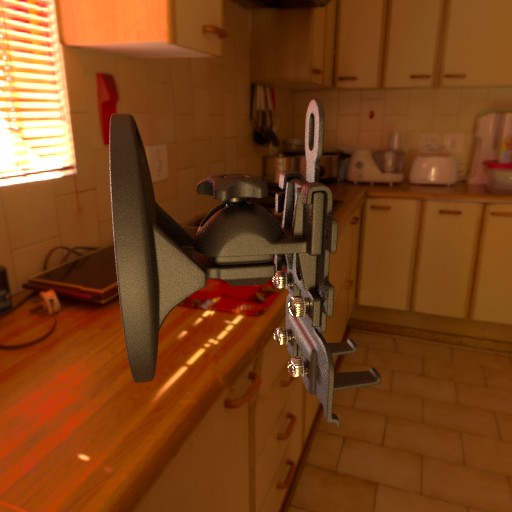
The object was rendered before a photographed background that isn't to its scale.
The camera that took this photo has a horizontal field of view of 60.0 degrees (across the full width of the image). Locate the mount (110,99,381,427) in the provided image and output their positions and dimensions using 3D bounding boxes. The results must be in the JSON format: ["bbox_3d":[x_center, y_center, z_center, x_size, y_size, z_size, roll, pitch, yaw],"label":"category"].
[{"bbox_3d":[0.000,0.000,0.176,0.100,0.118,0.066,-3,18,-10],"label":"mount"}]
